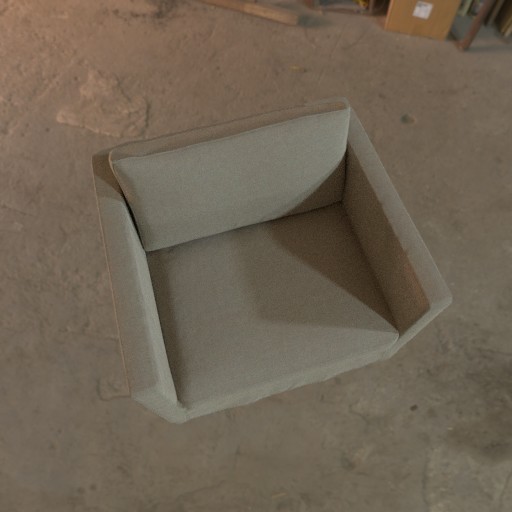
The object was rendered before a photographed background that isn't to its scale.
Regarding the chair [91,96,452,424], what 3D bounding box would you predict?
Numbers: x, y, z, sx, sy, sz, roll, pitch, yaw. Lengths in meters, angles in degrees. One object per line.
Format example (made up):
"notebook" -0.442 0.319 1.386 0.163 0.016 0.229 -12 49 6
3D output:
"chair" 0.000 0.000 1.748 1.057 0.863 0.949 -15 65 -7
